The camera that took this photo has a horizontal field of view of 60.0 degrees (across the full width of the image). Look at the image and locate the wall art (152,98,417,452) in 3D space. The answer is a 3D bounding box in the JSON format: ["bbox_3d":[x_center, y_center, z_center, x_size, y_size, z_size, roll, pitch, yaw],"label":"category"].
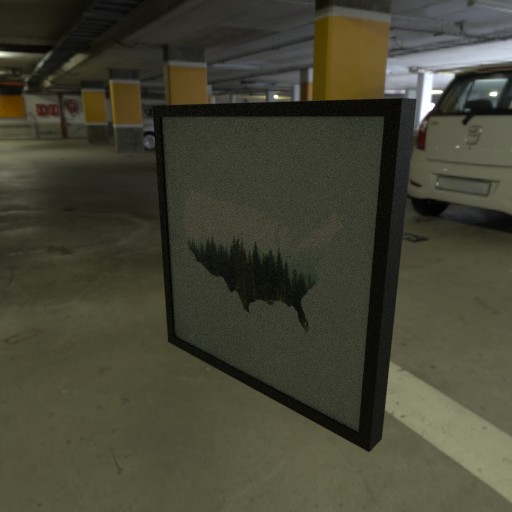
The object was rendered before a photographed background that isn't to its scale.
[{"bbox_3d":[0.000,0.000,0.778,0.509,0.509,0.040,16,23,41],"label":"wall art"}]
